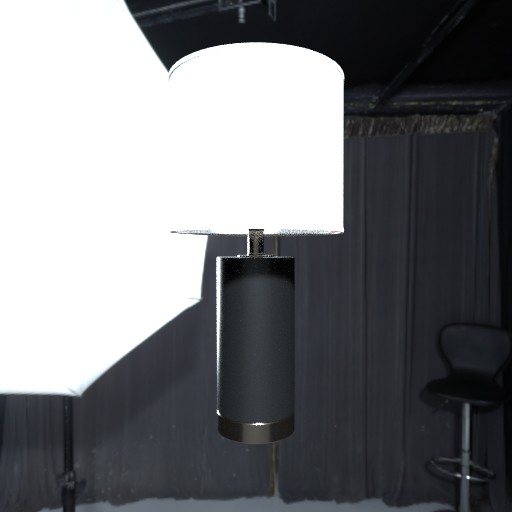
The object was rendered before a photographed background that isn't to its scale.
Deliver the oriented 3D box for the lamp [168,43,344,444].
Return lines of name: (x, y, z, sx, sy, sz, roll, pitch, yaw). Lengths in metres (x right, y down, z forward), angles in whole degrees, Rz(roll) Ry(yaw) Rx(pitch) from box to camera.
lamp: (0.000, 0.000, 0.621, 0.241, 0.482, 0.240, 0, 1, 0)
